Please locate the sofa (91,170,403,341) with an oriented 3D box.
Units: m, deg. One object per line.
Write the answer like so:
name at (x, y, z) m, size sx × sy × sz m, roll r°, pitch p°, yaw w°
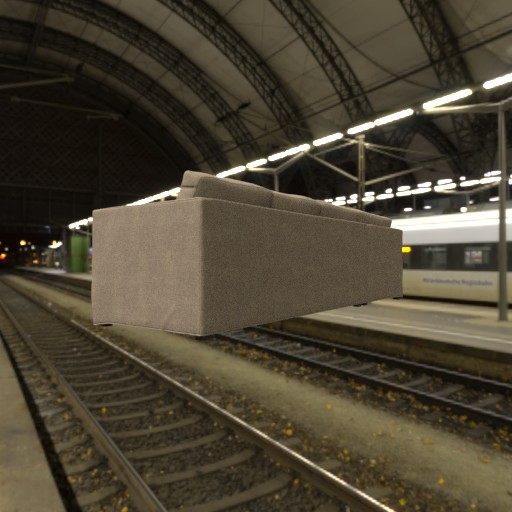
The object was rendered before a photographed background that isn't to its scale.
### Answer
sofa at (0.000, 0.000, 3.973) m, size 1.650 × 0.922 × 3.205 m, roll 0°, pitch -1°, yaw 36°
